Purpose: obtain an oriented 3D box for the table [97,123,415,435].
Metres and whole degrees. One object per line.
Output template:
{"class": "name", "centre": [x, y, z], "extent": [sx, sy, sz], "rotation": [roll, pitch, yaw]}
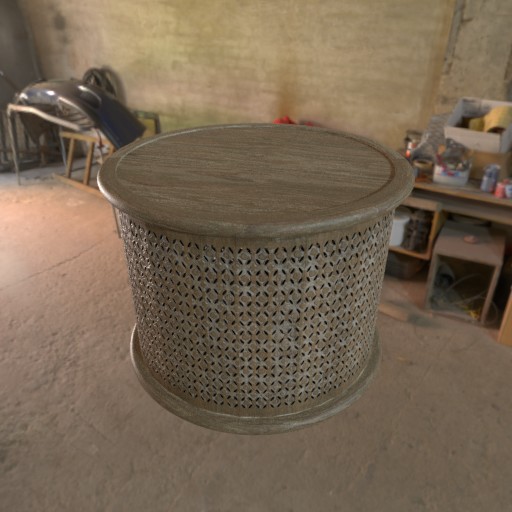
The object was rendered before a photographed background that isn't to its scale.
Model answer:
{"class": "table", "centre": [0.000, 0.000, 0.994], "extent": [0.607, 0.450, 0.607], "rotation": [0, 30, 0]}
